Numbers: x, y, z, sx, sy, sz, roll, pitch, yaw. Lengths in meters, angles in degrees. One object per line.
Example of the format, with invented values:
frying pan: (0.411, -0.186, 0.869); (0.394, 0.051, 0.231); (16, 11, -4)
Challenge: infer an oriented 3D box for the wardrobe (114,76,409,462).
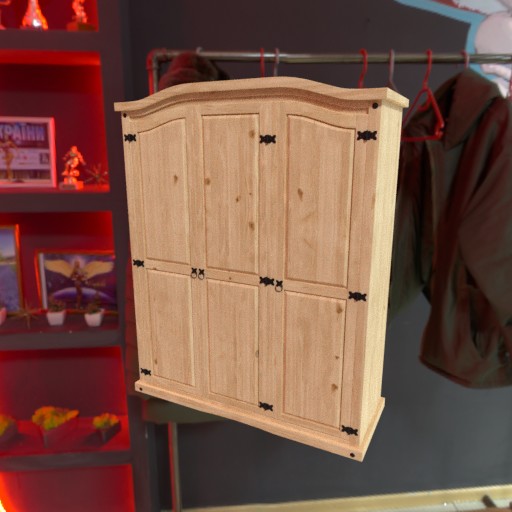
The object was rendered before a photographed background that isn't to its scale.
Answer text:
wardrobe: (0.000, 0.000, 2.604); (1.500, 1.870, 0.570); (7, 16, 26)
